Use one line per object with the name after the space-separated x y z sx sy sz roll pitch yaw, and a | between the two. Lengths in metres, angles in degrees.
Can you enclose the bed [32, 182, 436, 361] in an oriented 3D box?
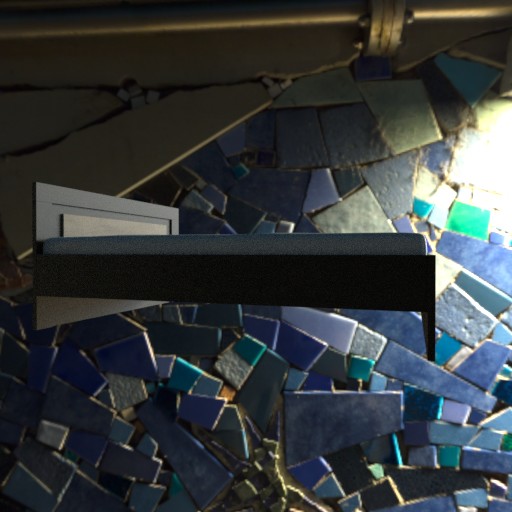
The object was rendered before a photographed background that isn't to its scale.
0.000 0.000 2.853 2.073 0.823 1.585 0 0 19 | bed
